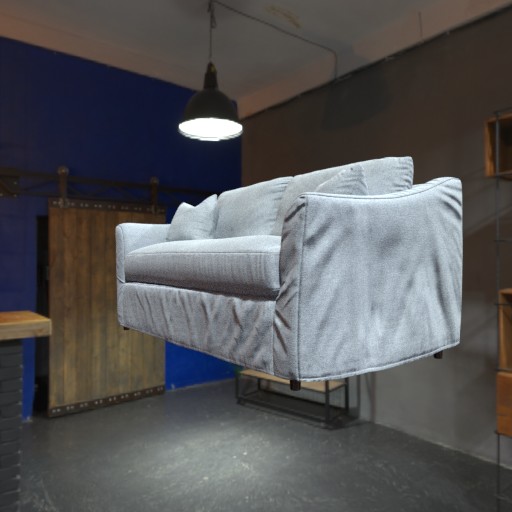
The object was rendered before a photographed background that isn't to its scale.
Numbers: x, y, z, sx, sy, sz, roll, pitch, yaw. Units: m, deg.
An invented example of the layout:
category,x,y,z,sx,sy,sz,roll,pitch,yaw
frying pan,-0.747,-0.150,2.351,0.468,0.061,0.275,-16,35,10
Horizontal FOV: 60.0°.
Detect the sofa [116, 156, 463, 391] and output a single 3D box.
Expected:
category,x,y,z,sx,sy,sz,roll,pitch,yaw
sofa,0.000,0.000,2.642,1.072,1.018,2.010,0,-1,-36
